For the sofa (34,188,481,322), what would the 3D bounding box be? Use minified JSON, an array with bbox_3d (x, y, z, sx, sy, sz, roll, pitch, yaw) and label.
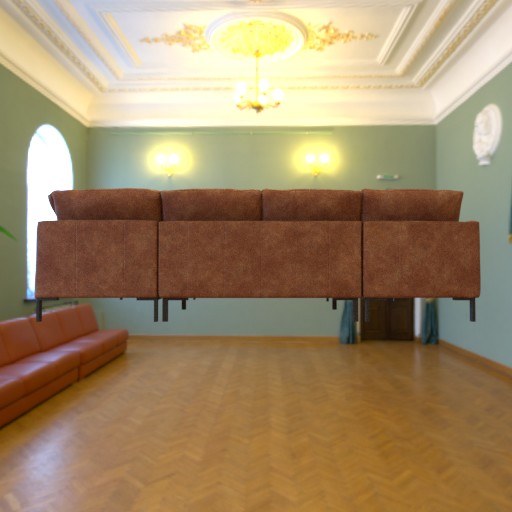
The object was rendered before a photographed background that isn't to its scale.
[{"bbox_3d":[0.000,0.000,3.851,2.956,0.900,1.939,0,-1,0],"label":"sofa"}]
